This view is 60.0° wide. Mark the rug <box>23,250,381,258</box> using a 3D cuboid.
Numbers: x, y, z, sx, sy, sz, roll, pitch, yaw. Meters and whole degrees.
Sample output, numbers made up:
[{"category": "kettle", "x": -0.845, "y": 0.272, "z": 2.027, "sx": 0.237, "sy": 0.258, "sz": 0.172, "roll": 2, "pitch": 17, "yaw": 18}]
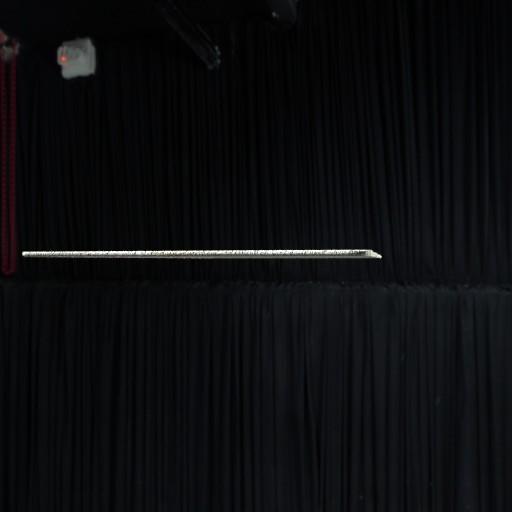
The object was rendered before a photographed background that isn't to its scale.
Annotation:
[{"category": "rug", "x": 0.000, "y": 0.000, "z": 3.369, "sx": 1.798, "sy": 0.025, "sz": 2.698, "roll": 0, "pitch": 0, "yaw": 17}]
